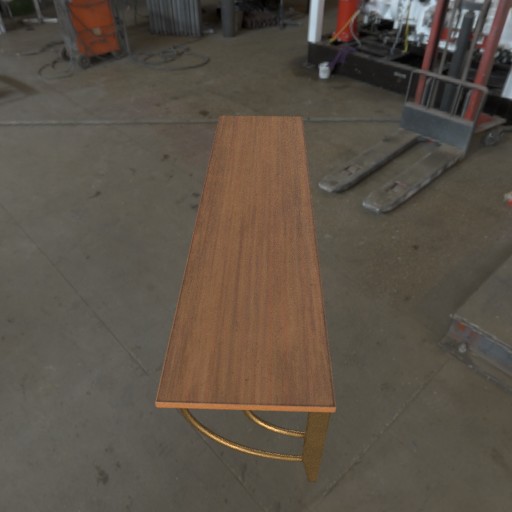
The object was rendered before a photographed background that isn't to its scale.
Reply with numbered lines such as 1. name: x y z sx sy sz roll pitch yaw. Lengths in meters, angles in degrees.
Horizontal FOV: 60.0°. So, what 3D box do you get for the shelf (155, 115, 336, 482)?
1. shelf: 0.000 0.000 0.706 0.166 0.190 0.636 1 41 1
